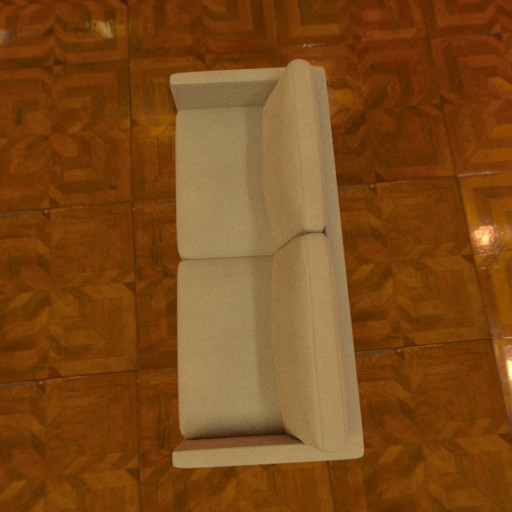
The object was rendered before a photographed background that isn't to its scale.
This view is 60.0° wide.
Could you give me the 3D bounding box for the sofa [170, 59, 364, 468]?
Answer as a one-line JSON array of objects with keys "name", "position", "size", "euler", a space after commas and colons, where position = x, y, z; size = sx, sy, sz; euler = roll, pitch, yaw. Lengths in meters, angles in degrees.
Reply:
[{"name": "sofa", "position": [0.000, 0.000, 2.610], "size": [0.948, 0.932, 2.181], "euler": [-3, 76, -1]}]
